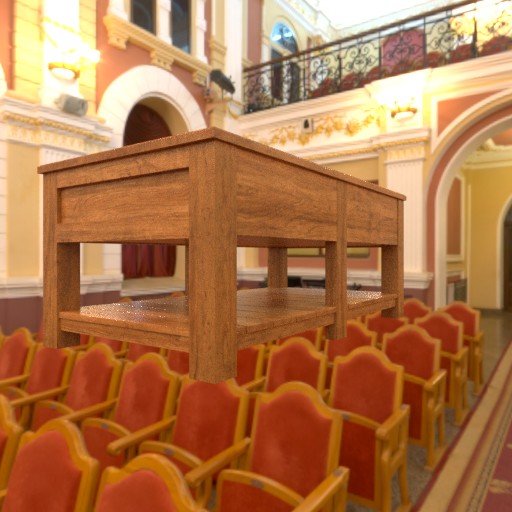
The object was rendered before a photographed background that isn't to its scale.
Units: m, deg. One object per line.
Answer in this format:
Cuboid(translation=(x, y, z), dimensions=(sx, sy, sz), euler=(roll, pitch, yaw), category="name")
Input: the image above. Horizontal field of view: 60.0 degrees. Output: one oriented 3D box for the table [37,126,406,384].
Cuboid(translation=(0.000, 0.000, 1.466), dimensions=(0.635, 0.480, 1.150), euler=(0, 0, 36), category="table")
